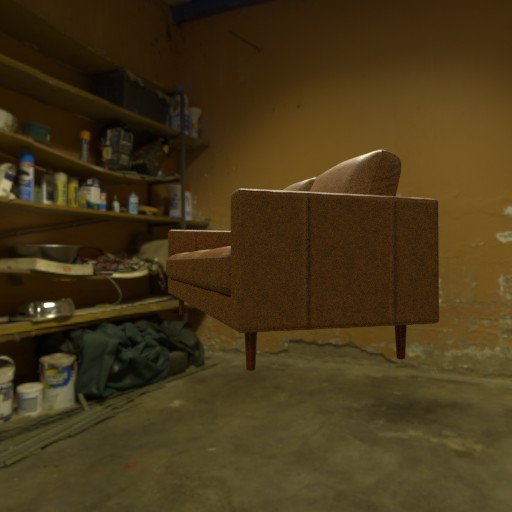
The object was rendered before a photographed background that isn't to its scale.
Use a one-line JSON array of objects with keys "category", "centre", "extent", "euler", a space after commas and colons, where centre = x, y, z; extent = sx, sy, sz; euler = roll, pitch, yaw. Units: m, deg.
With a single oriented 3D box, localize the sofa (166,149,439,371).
[{"category": "sofa", "centre": [0.000, 0.000, 2.774], "extent": [0.903, 0.930, 2.231], "euler": [0, -1, -18]}]
